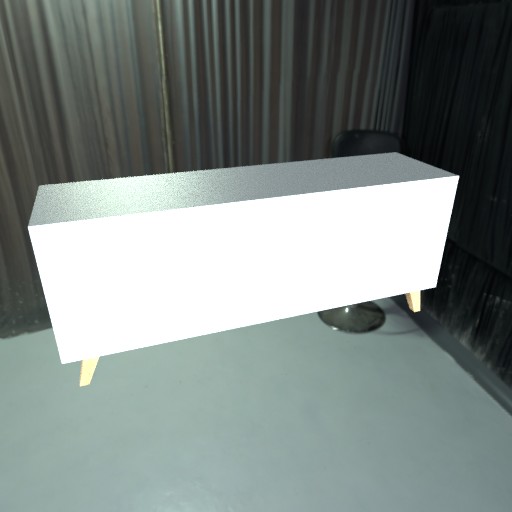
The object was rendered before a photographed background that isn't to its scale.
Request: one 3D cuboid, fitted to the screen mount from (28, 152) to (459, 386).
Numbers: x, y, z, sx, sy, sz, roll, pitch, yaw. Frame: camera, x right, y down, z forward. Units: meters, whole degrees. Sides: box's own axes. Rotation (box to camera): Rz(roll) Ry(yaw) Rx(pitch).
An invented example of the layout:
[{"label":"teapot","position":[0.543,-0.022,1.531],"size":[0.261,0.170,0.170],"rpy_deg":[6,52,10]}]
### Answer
[{"label":"screen mount","position":[0.000,0.000,1.765],"size":[1.490,0.619,0.400],"rpy_deg":[-9,28,-17]}]
